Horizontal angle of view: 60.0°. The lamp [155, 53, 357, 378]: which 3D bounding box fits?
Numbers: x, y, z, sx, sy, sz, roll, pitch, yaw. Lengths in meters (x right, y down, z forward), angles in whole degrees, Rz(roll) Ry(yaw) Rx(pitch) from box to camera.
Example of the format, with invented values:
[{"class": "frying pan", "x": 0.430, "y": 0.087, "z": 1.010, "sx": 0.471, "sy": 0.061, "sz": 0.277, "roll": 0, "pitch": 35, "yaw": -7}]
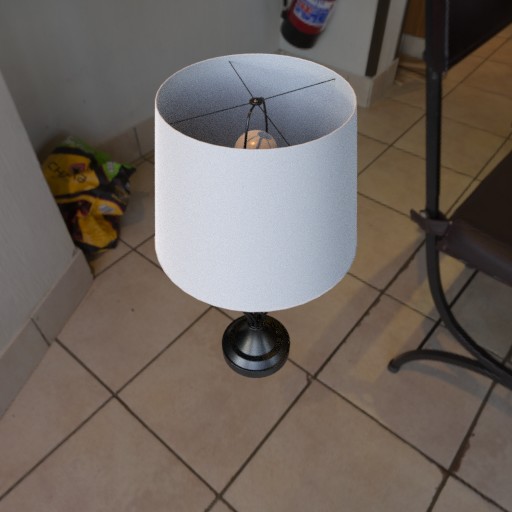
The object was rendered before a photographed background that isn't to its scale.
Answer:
[{"class": "lamp", "x": 0.000, "y": 0.000, "z": 0.776, "sx": 0.331, "sy": 0.594, "sz": 0.331, "roll": 0, "pitch": 46, "yaw": 0}]
